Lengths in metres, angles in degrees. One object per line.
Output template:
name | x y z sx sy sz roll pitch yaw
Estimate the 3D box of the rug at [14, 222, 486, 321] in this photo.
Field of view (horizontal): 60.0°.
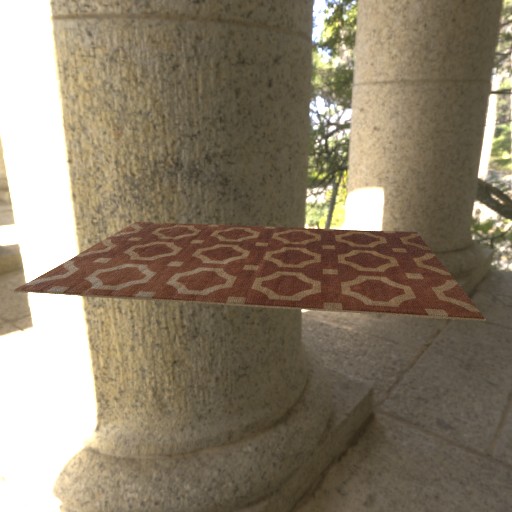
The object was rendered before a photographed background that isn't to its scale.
rug | 0.000 0.000 2.845 2.286 0.016 1.555 3 18 8
